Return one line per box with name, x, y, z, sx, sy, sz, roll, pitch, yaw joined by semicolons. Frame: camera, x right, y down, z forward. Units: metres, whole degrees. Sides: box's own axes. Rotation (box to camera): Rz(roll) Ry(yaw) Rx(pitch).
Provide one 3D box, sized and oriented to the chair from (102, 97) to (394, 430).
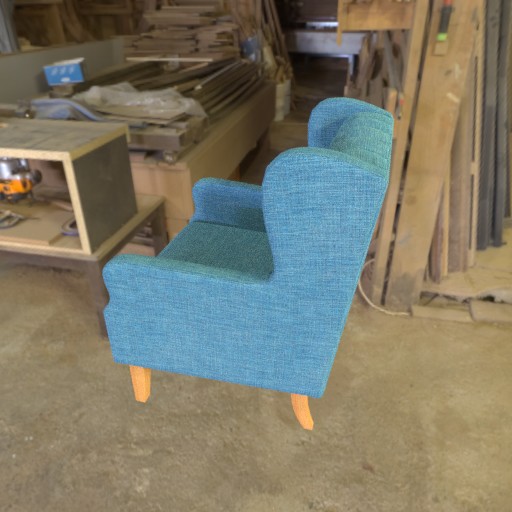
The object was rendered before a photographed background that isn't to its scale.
chair;0.000;0.000;1.519;0.775;0.952;0.711;8;32;14
